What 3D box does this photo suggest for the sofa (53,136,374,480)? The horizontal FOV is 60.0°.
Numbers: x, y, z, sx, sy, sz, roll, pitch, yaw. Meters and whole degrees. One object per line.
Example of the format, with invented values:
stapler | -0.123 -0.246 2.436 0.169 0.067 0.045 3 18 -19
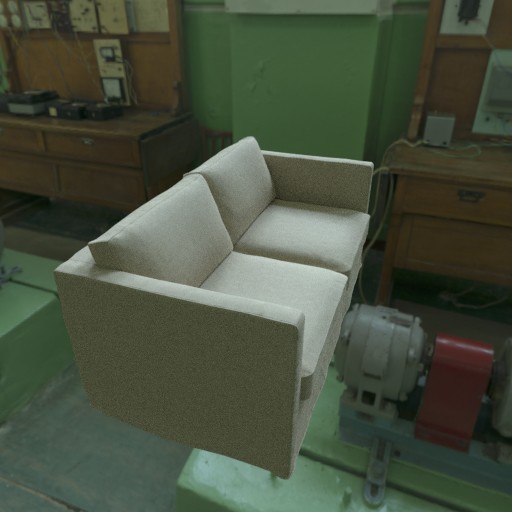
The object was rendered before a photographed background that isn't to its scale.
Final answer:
sofa | 0.000 0.000 2.272 0.962 0.835 1.719 10 31 18
